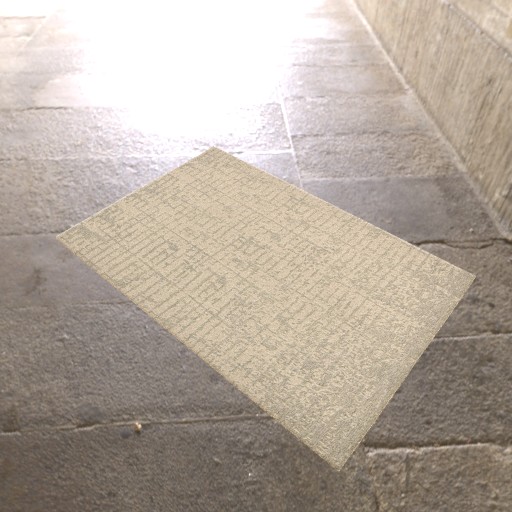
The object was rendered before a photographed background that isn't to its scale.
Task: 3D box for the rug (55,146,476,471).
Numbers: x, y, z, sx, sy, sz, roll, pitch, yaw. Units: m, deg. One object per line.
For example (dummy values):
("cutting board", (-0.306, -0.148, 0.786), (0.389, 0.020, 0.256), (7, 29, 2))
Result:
("rug", (0.000, 0.000, 2.286), (1.827, 0.007, 1.211), (32, 53, 28))
